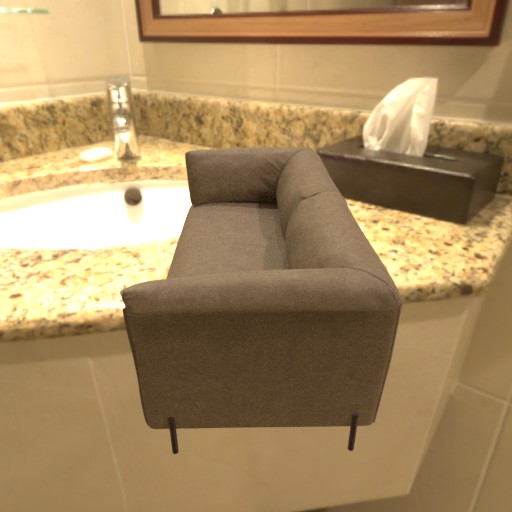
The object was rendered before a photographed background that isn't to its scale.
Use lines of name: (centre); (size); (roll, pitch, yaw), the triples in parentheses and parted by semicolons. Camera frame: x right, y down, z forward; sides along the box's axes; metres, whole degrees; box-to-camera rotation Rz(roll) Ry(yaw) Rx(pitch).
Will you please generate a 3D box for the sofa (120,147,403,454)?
sofa: (0.000, 0.000, 2.343); (0.905, 0.747, 1.878); (-1, 27, -1)
